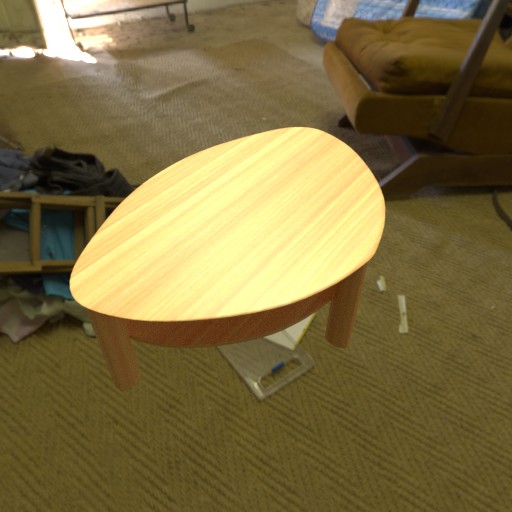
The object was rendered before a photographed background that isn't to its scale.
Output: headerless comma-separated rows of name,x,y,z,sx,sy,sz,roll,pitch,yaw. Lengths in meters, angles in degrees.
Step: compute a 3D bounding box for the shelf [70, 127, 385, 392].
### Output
shelf,0.000,0.000,1.632,0.845,0.440,1.246,26,48,26
